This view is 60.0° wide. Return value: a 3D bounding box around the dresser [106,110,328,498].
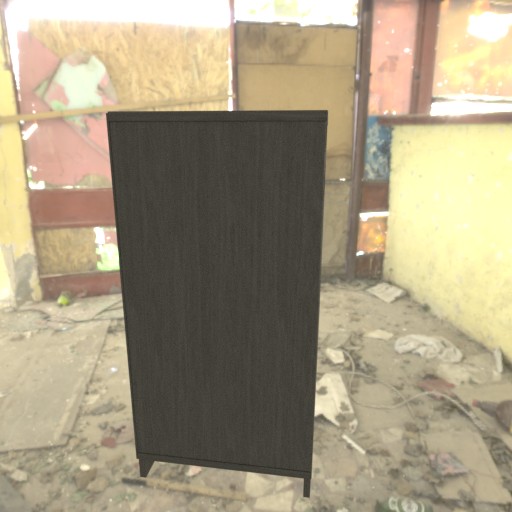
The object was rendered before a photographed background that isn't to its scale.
[{"bbox_3d":[0.000,0.000,1.369,0.404,0.816,0.994,2,16,9],"label":"dresser"}]
